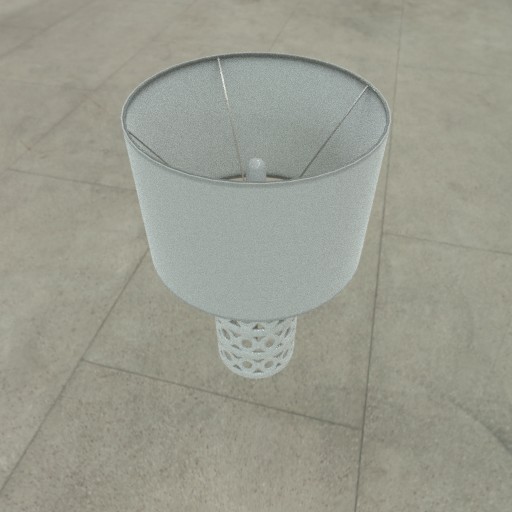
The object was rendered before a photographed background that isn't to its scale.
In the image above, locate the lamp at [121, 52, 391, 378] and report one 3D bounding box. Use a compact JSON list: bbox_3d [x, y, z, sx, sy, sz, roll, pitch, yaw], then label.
[{"bbox_3d":[0.000,0.000,0.692,0.310,0.502,0.310,0,46,0],"label":"lamp"}]
